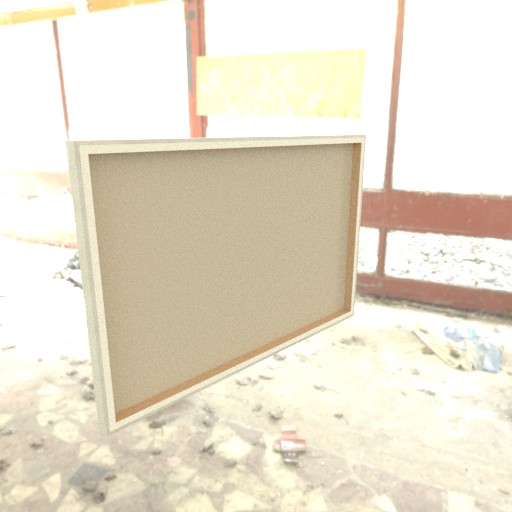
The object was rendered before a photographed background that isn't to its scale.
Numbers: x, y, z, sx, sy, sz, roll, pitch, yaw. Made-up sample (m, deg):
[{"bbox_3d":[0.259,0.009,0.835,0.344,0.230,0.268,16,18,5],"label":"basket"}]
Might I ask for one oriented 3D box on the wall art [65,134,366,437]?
[{"bbox_3d":[0.000,0.000,1.174,0.915,0.610,0.038,-15,22,-42],"label":"wall art"}]
